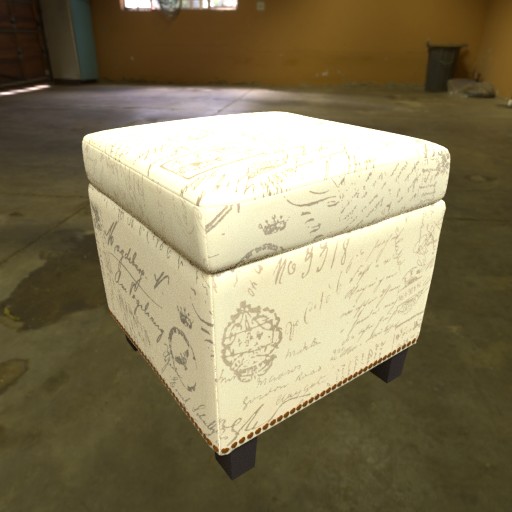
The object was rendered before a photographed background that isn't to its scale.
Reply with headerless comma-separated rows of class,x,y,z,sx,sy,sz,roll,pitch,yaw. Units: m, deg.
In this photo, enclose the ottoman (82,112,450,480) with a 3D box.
ottoman,0.000,0.000,0.807,0.449,0.457,0.450,-18,31,-32
